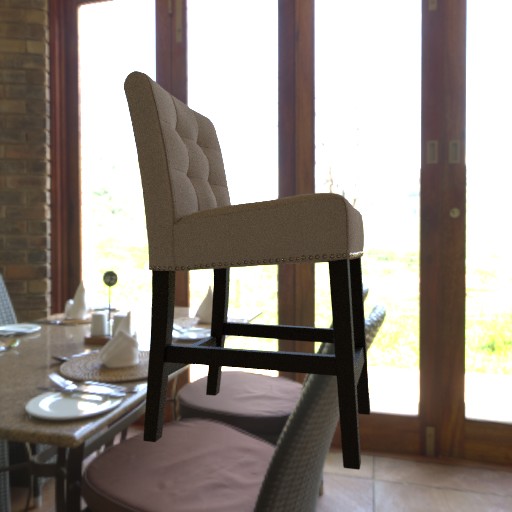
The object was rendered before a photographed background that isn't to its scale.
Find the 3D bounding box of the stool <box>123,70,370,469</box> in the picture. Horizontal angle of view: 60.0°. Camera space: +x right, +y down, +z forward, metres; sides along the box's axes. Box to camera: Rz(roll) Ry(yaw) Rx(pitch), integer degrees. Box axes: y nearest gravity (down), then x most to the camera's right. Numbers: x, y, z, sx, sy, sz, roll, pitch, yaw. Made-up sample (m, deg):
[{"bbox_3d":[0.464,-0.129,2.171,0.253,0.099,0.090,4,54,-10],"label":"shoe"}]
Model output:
[{"bbox_3d":[0.000,0.000,1.173,0.571,0.885,0.427,0,1,18],"label":"stool"}]
